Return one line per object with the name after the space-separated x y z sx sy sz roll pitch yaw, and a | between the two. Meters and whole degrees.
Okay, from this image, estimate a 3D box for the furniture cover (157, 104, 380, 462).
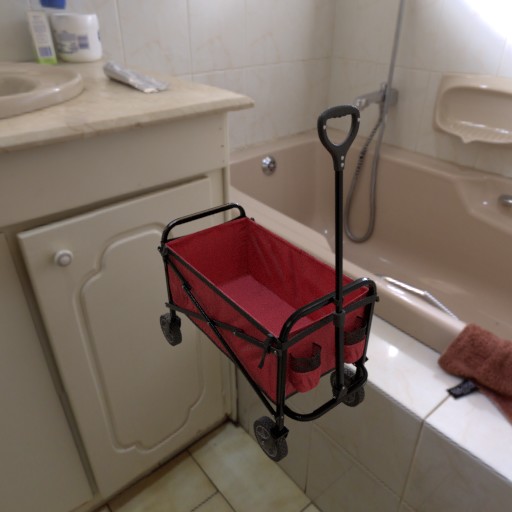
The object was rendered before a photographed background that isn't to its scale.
0.000 0.000 1.778 0.532 1.295 1.038 -21 37 -31 | furniture cover
